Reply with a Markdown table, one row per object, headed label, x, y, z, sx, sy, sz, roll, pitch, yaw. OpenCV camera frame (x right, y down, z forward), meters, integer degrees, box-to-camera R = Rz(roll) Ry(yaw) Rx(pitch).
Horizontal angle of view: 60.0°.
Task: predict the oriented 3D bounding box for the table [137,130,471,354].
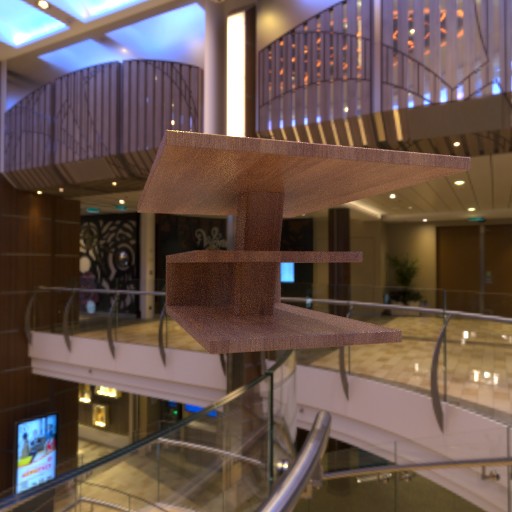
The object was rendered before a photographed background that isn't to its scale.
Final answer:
| label | x | y | z | sx | sy | sz | roll | pitch | yaw |
| --- | --- | --- | --- | --- | --- | --- | --- | --- | --- |
| table | 0.000 | 0.000 | 1.445 | 0.700 | 0.442 | 1.100 | 0 | -1 | -18 |
